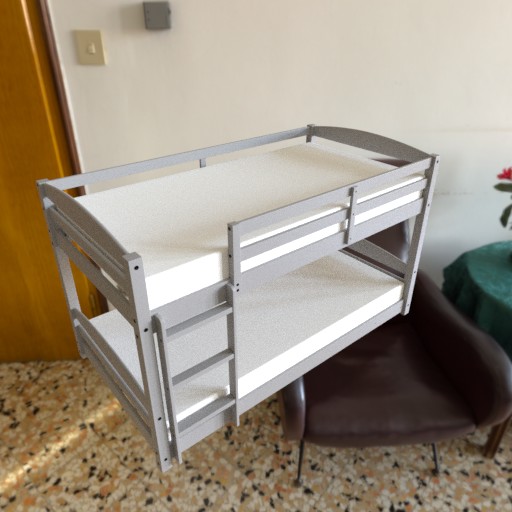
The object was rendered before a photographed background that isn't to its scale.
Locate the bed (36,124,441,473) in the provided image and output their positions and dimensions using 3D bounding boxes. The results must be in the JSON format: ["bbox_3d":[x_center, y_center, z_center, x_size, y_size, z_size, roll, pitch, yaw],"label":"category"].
[{"bbox_3d":[0.000,0.000,2.721,2.013,1.206,1.105,-22,36,-34],"label":"bed"}]
